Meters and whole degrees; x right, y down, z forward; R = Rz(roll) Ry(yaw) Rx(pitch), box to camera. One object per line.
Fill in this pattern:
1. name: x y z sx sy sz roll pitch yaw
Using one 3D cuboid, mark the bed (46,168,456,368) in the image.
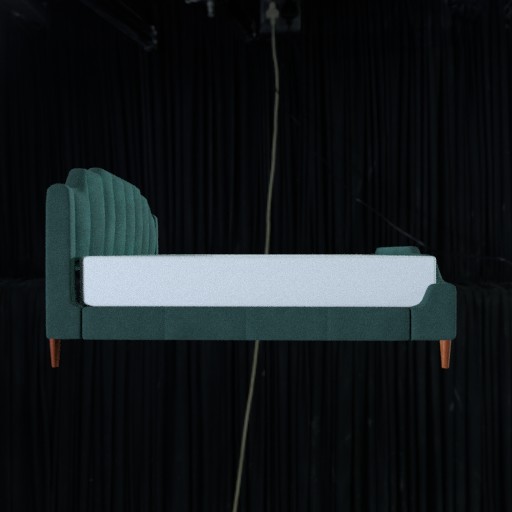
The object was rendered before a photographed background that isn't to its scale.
1. bed: 0.000 0.000 3.507 2.340 1.245 2.074 0 0 1
